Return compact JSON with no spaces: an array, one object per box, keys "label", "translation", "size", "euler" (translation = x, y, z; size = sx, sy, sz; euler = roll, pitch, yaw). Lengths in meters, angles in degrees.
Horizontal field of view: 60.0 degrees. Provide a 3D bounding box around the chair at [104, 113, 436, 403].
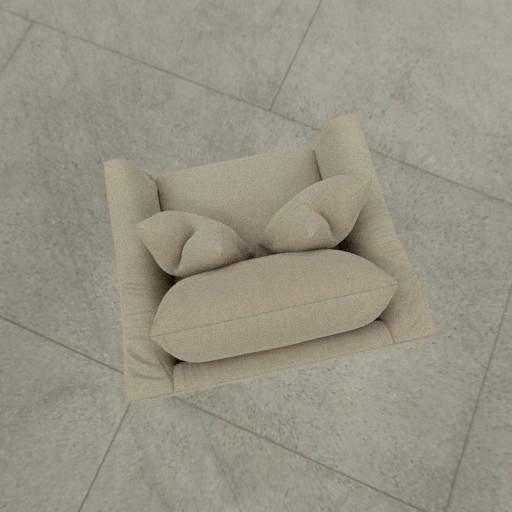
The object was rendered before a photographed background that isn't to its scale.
[{"label":"chair","translation":[0.000,0.000,2.075],"size":[1.194,1.093,1.071],"euler":[-12,76,-3]}]
